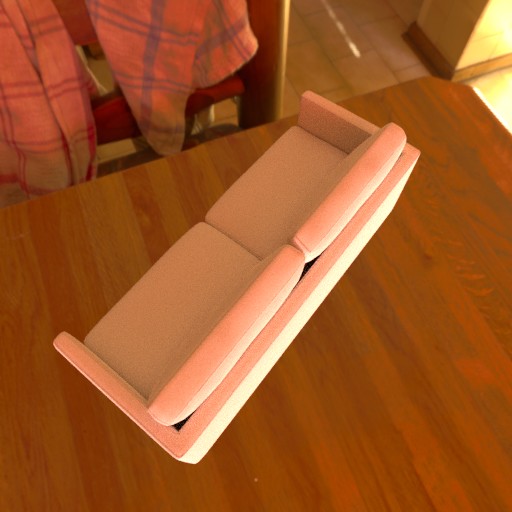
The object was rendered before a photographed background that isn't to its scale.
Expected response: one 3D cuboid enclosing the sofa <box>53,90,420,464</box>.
[{"bbox_3d":[0.000,0.000,2.845,0.951,0.962,2.361,35,68,16],"label":"sofa"}]
